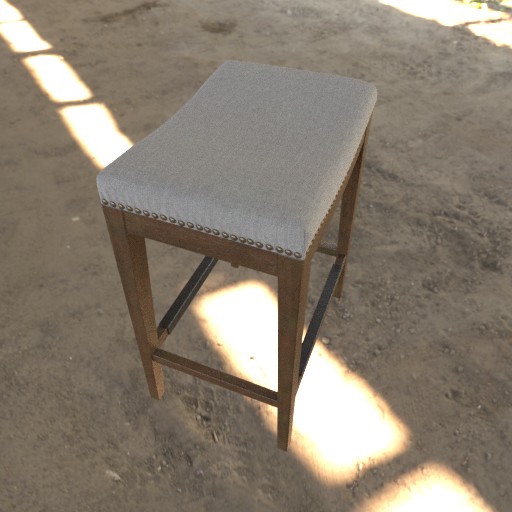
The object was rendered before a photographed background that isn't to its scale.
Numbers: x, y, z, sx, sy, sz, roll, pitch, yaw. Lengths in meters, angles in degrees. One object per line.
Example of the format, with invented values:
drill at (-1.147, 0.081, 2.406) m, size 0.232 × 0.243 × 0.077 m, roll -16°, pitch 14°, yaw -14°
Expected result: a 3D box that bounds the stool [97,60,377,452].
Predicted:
stool at (0.000, 0.000, 0.984) m, size 0.356 × 0.660 × 0.508 m, roll 16°, pitch 47°, yaw 15°
